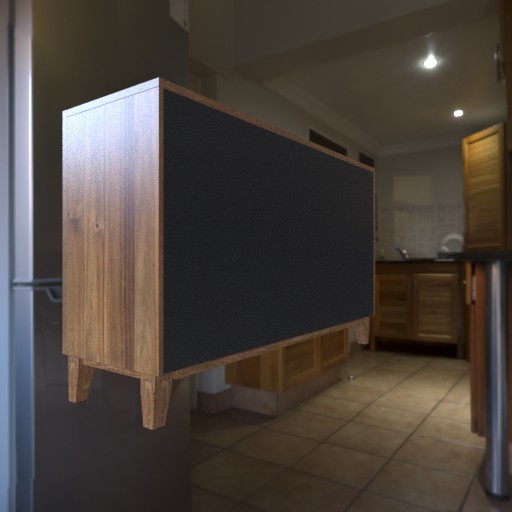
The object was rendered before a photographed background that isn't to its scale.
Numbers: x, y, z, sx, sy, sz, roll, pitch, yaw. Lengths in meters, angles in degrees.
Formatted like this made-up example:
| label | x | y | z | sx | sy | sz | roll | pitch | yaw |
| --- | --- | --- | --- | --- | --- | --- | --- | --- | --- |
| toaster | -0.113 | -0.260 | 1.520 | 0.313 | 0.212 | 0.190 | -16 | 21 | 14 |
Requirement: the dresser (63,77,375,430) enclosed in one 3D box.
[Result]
| label | x | y | z | sx | sy | sz | roll | pitch | yaw |
| --- | --- | --- | --- | --- | --- | --- | --- | --- | --- |
| dresser | 0.000 | 0.000 | 1.775 | 0.446 | 0.873 | 1.400 | 0 | 0 | 36 |
